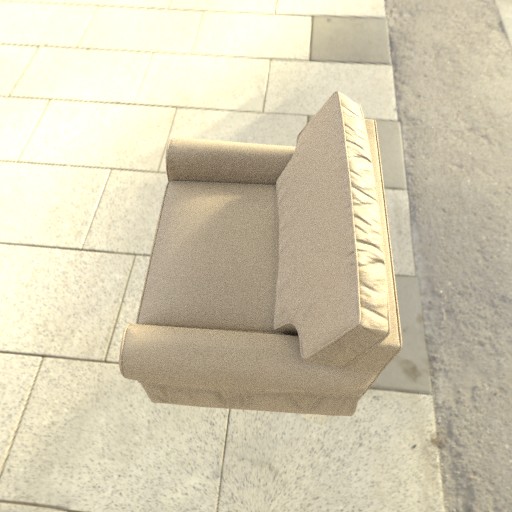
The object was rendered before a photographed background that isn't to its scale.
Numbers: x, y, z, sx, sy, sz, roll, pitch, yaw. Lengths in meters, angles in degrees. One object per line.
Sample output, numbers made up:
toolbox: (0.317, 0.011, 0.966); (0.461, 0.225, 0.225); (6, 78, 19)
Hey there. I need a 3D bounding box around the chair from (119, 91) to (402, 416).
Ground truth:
chair: (0.000, 0.000, 1.807); (0.903, 0.937, 1.096); (3, 58, 2)
